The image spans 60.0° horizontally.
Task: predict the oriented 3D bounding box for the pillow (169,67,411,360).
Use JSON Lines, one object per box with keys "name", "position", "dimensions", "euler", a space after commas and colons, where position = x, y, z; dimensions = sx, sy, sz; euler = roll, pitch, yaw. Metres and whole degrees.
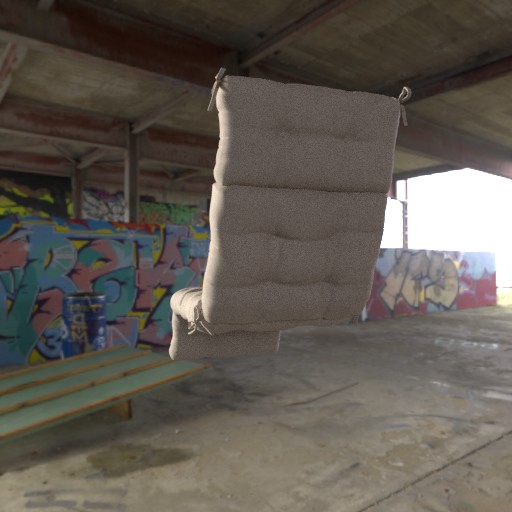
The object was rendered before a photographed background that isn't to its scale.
{"name": "pillow", "position": [0.000, 0.000, 1.505], "dimensions": [0.526, 0.863, 1.016], "euler": [0, -1, -17]}
